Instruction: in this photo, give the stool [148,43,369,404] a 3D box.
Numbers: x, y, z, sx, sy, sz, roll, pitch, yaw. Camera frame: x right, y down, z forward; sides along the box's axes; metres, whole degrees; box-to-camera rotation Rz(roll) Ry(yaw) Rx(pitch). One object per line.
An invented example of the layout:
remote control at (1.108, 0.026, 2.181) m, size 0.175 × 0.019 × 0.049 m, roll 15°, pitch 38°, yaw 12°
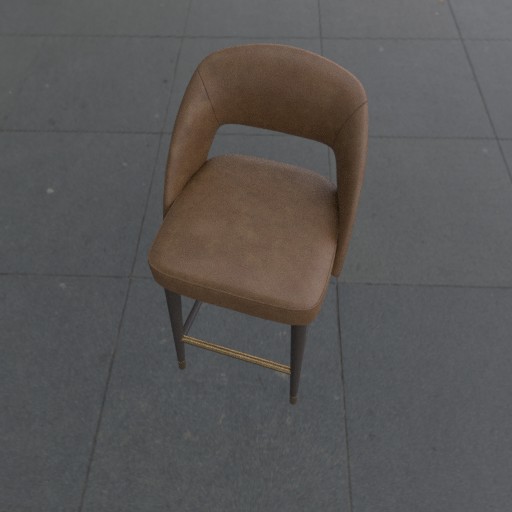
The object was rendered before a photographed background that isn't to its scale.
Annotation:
stool at (0.000, 0.000, 1.313) m, size 0.494 × 1.037 × 0.509 m, roll 15°, pitch 59°, yaw 9°
